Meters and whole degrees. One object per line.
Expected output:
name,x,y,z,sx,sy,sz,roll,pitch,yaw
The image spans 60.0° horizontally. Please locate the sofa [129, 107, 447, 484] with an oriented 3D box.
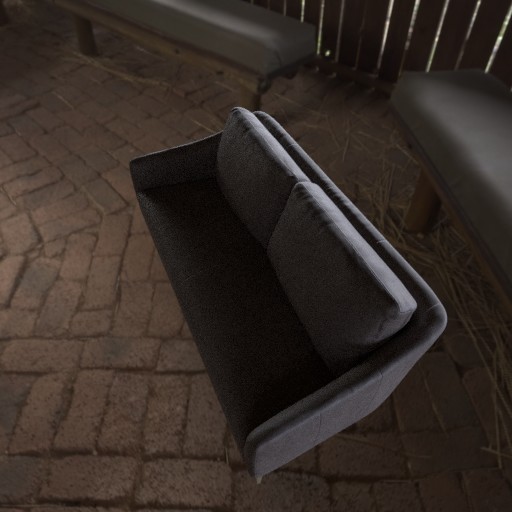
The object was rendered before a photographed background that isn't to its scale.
sofa,0.000,0.000,2.489,0.960,0.902,2.036,-18,49,-16
